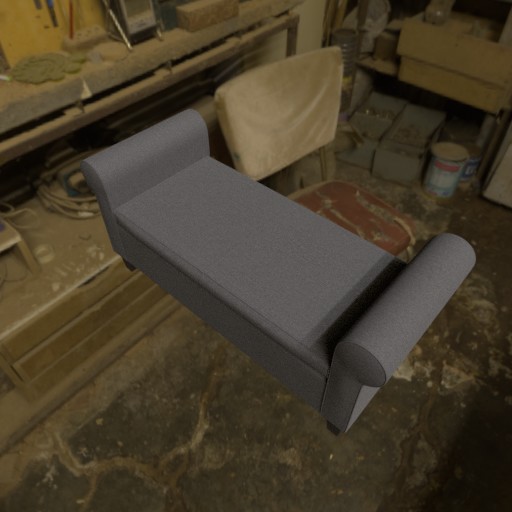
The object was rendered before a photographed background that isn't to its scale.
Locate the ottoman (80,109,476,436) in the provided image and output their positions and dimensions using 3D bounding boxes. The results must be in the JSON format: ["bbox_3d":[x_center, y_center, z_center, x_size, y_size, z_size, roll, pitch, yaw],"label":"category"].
[{"bbox_3d":[0.000,0.000,1.593,1.256,0.547,0.521,33,54,28],"label":"ottoman"}]
